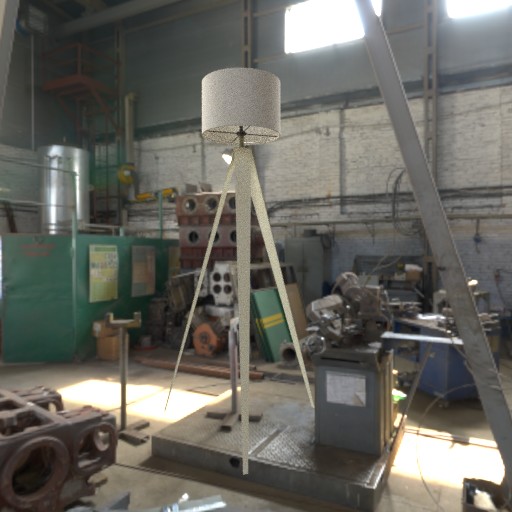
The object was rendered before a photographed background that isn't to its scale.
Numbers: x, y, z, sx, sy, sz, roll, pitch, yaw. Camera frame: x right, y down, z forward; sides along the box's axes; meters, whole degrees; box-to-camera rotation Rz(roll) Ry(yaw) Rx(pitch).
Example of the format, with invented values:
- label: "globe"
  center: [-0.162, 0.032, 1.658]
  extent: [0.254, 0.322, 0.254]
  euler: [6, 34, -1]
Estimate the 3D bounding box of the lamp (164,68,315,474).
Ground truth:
- label: "lamp"
  center: [0.000, 0.000, 1.936]
  extent: [0.724, 1.524, 0.716]
  euler: [0, 1, -18]
